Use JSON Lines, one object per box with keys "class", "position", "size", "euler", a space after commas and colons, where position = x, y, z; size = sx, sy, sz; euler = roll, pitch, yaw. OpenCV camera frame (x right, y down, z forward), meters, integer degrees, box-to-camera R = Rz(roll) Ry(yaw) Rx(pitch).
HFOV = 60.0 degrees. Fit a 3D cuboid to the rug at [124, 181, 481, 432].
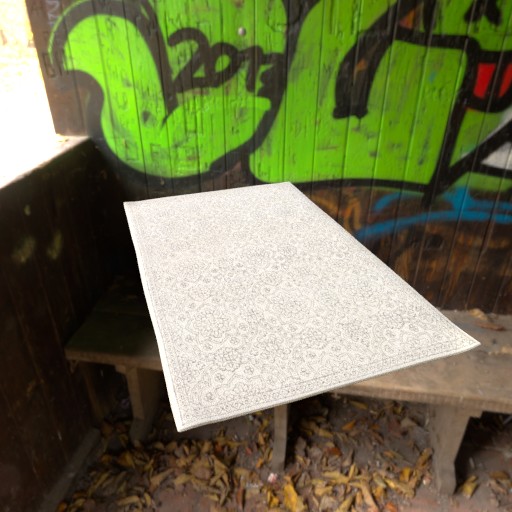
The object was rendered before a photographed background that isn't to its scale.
{"class": "rug", "position": [0.000, 0.000, 2.376], "size": [1.214, 0.023, 1.947], "euler": [-10, 32, -17]}
